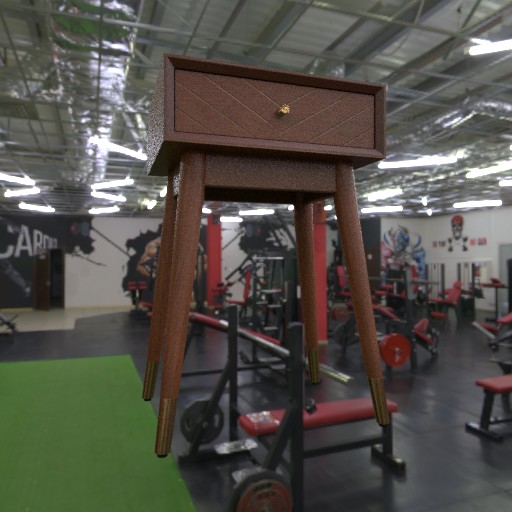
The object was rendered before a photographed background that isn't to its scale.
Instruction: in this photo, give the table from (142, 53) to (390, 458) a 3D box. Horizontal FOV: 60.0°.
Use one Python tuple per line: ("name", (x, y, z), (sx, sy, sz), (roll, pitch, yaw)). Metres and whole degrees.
("table", (0.000, 0.000, 0.852), (0.406, 0.599, 0.300), (0, 0, -18))
